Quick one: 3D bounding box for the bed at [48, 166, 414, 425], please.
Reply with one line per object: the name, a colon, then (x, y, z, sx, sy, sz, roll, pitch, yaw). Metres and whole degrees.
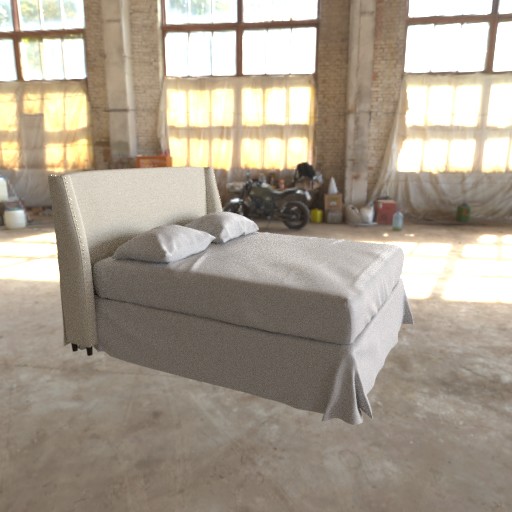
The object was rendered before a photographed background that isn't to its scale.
bed: (0.000, 0.000, 3.504, 2.276, 1.332, 1.925, 7, 15, 26)
